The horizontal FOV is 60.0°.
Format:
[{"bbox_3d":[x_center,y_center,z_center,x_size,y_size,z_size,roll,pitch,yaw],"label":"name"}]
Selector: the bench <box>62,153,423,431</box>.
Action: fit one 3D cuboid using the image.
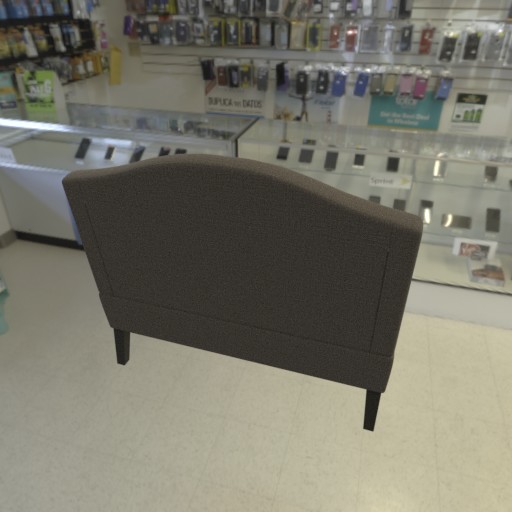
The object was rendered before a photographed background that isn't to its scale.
[{"bbox_3d":[0.000,0.000,2.061,1.335,1.180,0.815,10,33,16],"label":"bench"}]
